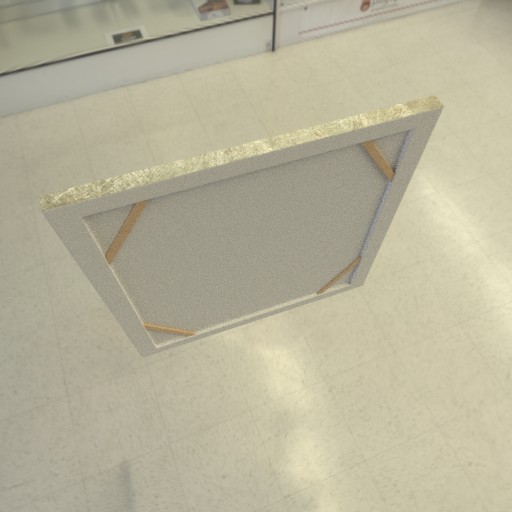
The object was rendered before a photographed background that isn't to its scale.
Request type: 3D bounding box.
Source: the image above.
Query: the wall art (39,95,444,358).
[{"bbox_3d":[0.000,0.000,1.620,1.092,1.091,0.051,-17,61,-10],"label":"wall art"}]
